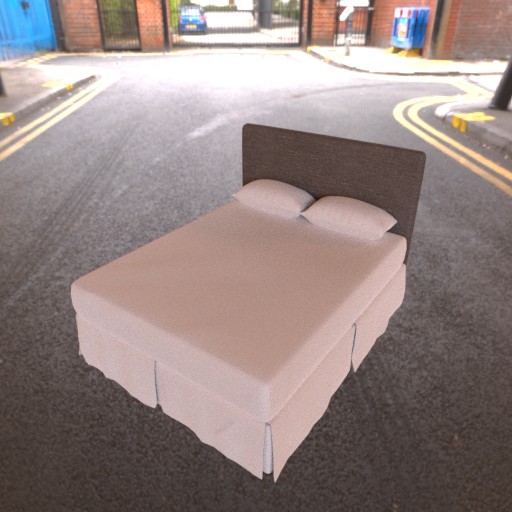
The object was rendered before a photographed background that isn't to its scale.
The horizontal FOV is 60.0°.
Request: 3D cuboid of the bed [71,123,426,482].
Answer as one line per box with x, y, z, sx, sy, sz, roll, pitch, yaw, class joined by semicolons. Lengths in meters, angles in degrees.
0.000;0.000;3.211;1.723;1.330;2.142;19;34;31;bed
